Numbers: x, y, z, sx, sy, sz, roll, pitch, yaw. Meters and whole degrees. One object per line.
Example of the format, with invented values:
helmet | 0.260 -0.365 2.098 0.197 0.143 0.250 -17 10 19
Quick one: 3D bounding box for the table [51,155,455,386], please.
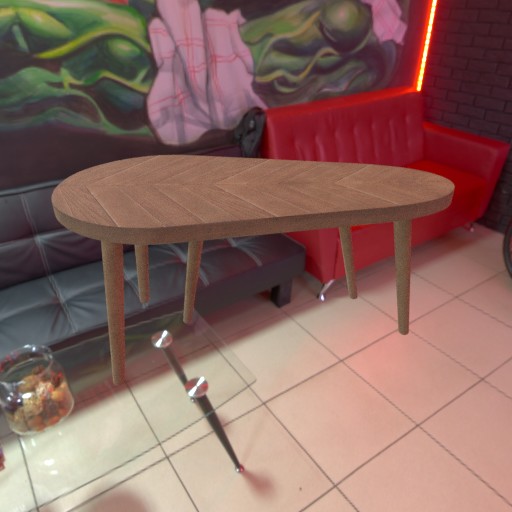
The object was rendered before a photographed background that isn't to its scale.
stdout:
table | 0.000 0.000 1.550 1.190 0.595 0.701 -1 31 -1
